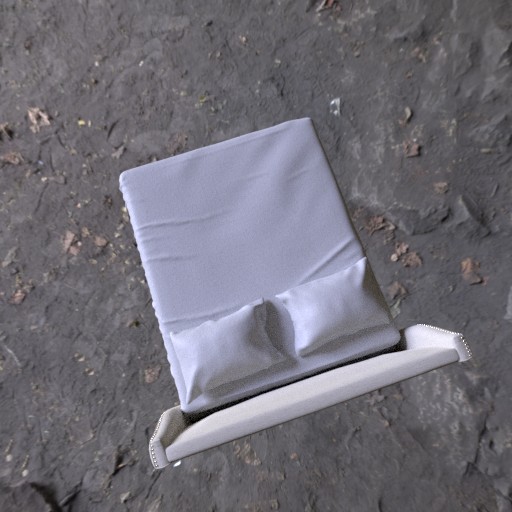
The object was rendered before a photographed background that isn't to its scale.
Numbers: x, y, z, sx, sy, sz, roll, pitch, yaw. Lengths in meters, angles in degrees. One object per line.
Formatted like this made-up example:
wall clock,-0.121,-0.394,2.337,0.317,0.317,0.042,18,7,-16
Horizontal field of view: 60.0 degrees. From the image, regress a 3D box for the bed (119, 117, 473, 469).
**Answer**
bed,0.000,0.000,3.361,1.925,1.332,2.276,-18,76,-5
